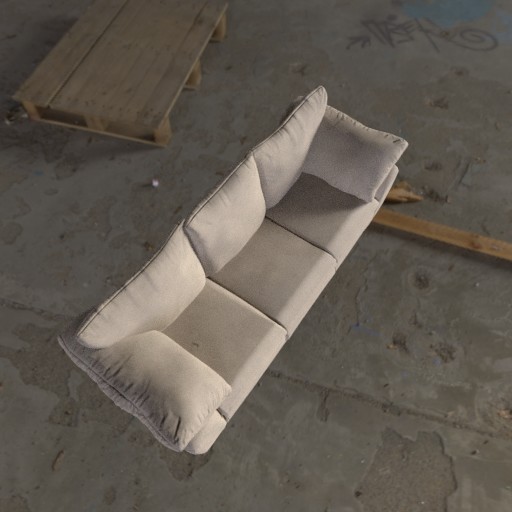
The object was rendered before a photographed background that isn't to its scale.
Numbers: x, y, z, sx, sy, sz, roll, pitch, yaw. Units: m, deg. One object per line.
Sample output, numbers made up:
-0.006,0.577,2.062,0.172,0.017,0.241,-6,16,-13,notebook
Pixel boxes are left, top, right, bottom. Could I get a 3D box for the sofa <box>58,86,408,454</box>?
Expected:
0.000,0.000,2.780,0.878,0.996,2.334,31,63,18,sofa
